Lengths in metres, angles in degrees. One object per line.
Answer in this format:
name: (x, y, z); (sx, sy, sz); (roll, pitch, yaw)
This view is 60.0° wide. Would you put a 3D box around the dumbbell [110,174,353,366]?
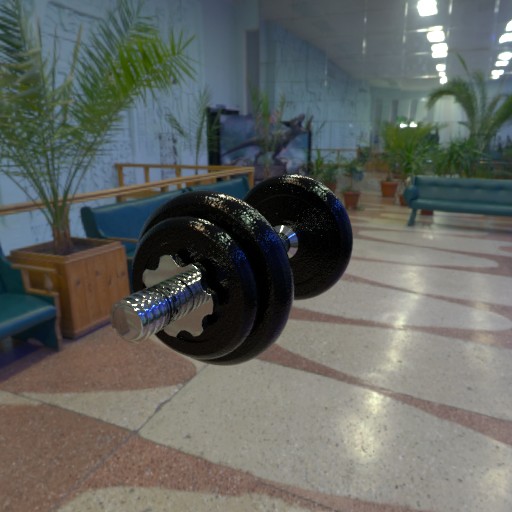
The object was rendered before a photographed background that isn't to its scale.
dumbbell: (0.000, 0.000, 0.600); (0.202, 0.202, 0.497); (8, 17, 26)
